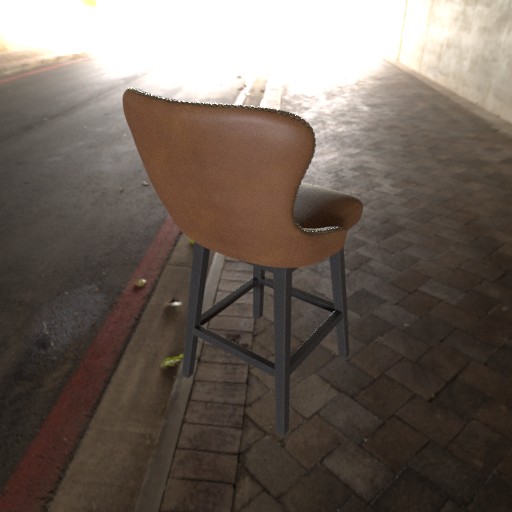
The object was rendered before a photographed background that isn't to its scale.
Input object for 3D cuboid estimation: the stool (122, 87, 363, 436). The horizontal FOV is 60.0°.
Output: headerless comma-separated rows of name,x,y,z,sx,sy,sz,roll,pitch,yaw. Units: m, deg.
stool,0.000,0.000,1.309,0.528,0.971,0.593,20,35,31
